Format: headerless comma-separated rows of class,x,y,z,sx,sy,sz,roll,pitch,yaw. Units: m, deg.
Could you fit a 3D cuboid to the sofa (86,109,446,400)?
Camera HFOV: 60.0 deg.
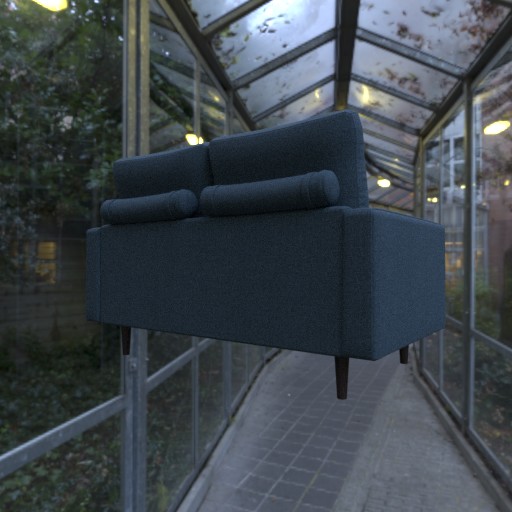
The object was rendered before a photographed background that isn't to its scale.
sofa,0.000,0.000,1.953,1.407,0.907,0.842,0,-1,37
